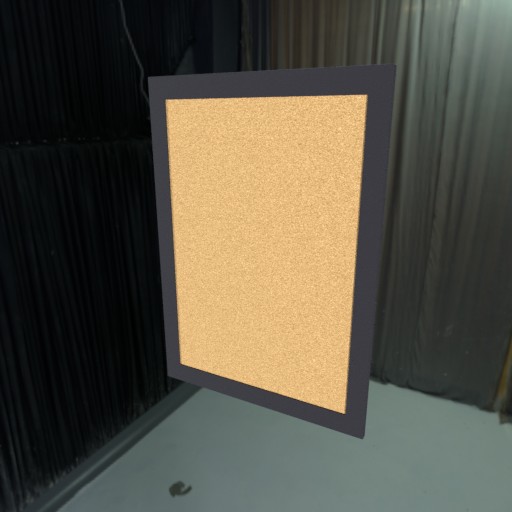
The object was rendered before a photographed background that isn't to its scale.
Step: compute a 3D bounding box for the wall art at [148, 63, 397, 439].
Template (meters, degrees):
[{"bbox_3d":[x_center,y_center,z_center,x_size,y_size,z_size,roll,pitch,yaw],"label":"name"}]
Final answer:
[{"bbox_3d":[0.000,0.000,0.685,0.374,0.529,0.012,9,19,27],"label":"wall art"}]
